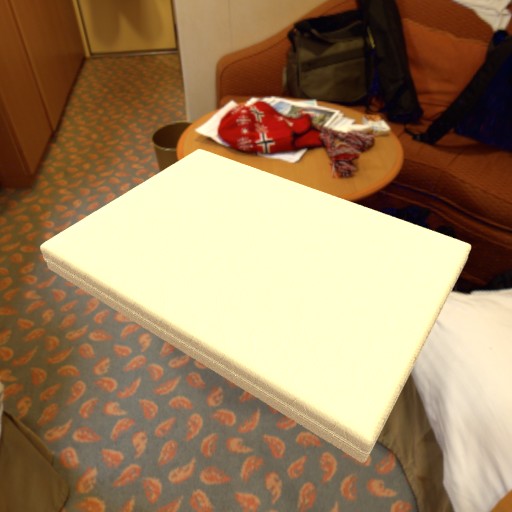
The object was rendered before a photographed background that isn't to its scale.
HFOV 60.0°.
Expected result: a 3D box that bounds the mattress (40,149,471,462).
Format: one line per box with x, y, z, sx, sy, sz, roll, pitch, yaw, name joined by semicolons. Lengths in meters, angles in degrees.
0.000;0.000;2.534;2.000;0.200;1.400;24;47;25;mattress
